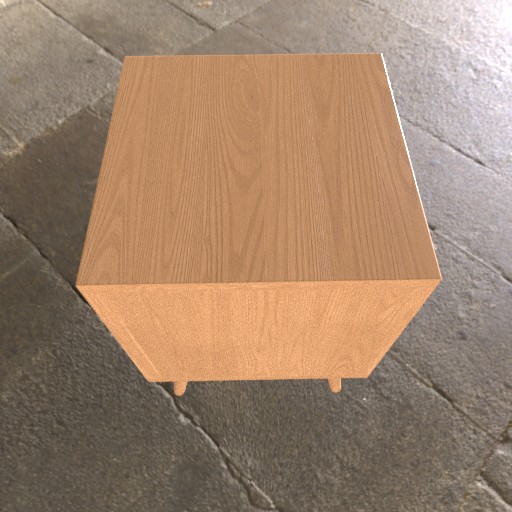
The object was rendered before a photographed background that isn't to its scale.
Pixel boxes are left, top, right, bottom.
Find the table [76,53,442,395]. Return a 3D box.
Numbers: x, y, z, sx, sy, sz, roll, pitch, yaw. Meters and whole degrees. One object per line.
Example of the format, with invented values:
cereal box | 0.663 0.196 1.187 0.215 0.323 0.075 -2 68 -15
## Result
table | 0.000 0.000 0.821 0.400 0.550 0.400 -1 59 -1
